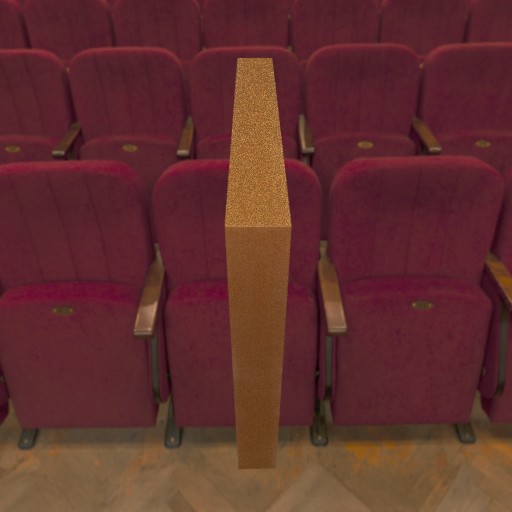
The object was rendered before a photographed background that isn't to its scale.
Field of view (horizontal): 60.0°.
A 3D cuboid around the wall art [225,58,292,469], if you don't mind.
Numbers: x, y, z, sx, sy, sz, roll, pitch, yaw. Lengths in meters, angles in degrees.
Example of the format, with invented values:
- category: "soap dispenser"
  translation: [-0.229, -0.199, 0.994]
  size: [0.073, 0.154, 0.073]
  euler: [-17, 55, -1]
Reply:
- category: "wall art"
  translation: [0.000, 0.000, 0.465]
  size: [0.038, 0.305, 0.306]
  euler: [0, 41, 0]
